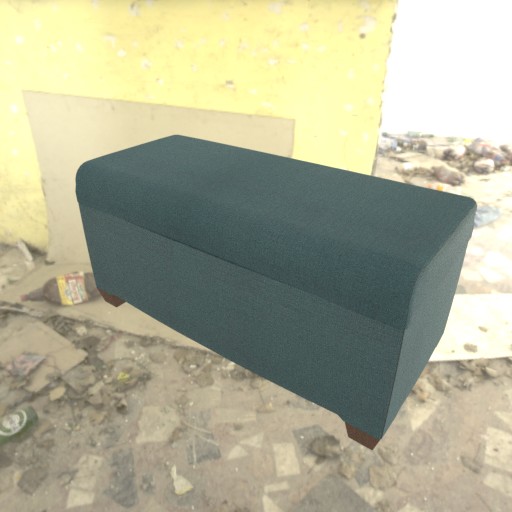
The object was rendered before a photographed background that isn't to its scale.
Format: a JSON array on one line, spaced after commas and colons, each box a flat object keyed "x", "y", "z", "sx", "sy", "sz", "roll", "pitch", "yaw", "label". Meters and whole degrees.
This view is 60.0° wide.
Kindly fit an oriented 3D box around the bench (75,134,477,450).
[{"x": 0.000, "y": 0.000, "z": 1.233, "sx": 0.995, "sy": 0.474, "sz": 0.476, "roll": 20, "pitch": 35, "yaw": 31, "label": "bench"}]
